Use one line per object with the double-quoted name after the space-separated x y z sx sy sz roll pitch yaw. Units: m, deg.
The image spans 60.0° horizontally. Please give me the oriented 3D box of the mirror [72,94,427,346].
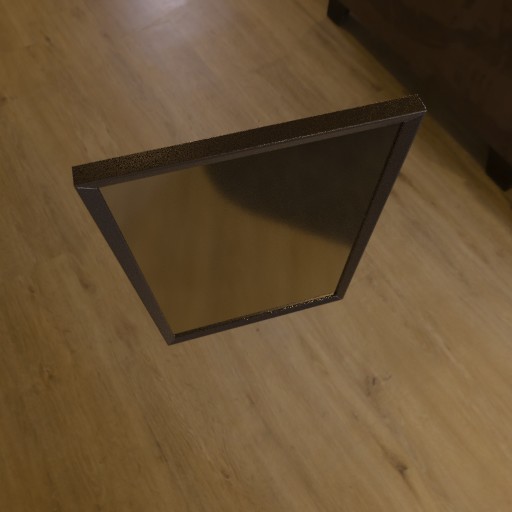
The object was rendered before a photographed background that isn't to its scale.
0.000 0.000 0.934 0.507 0.710 0.039 -14 63 -7 "mirror"
